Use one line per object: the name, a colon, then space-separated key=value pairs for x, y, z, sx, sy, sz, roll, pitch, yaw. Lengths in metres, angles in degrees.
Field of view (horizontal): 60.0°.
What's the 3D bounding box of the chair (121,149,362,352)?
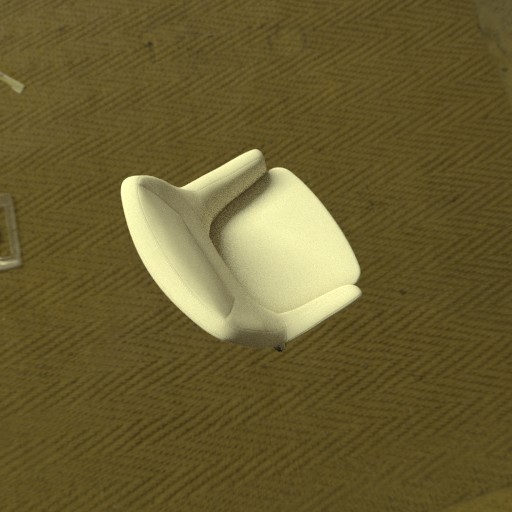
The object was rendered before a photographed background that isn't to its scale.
chair: x=0.000 y=0.000 z=1.466 sx=0.640 sy=1.049 sz=0.620 roll=-33 pitch=79 yaw=-7
